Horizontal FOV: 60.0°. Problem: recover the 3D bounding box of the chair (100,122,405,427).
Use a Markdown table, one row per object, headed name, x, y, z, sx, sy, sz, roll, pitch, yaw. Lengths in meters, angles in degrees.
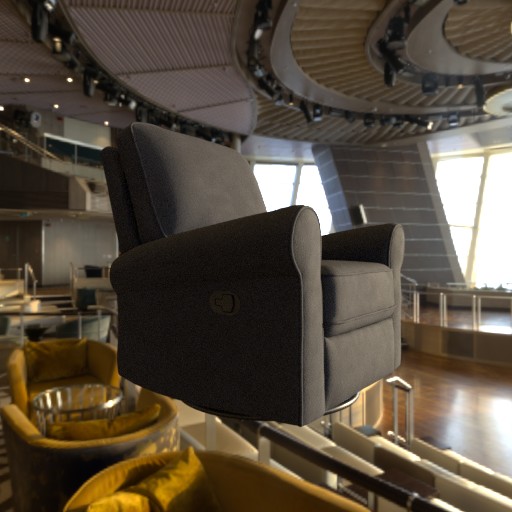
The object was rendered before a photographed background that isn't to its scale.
| name | x | y | z | sx | sy | sz | roll | pitch | yaw |
| --- | --- | --- | --- | --- | --- | --- | --- | --- | --- |
| chair | 0.000 | 0.000 | 1.626 | 0.878 | 0.961 | 0.890 | 0 | 0 | 35 |
